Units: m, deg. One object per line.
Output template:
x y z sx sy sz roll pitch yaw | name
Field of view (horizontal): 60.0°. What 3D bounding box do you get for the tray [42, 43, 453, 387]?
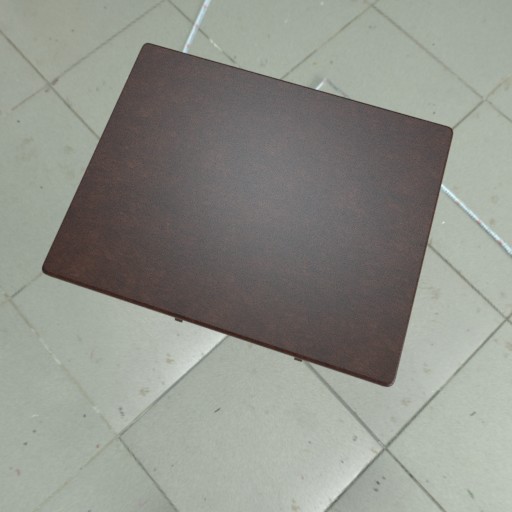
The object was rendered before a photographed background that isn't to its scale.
0.000 0.000 0.932 0.483 0.660 0.381 17 76 4 | tray
